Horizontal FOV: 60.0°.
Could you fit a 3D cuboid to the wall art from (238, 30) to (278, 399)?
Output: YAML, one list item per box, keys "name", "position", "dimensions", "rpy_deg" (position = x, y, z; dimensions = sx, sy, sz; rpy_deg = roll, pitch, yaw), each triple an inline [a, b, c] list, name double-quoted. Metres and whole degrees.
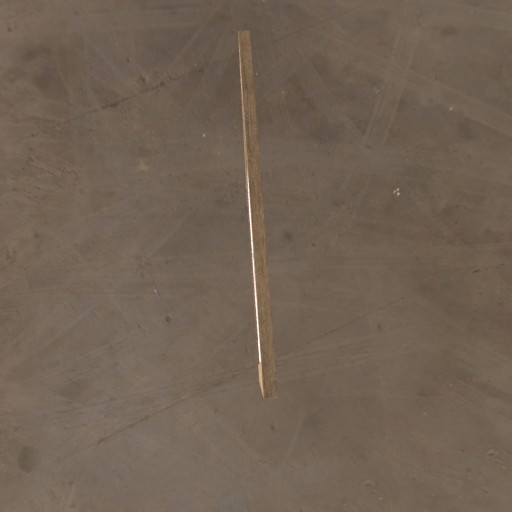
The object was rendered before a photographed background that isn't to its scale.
- name: "wall art"
  position: [0.000, 0.000, 0.940]
  dimensions: [0.018, 0.686, 0.534]
  rpy_deg: [-4, 76, -1]
